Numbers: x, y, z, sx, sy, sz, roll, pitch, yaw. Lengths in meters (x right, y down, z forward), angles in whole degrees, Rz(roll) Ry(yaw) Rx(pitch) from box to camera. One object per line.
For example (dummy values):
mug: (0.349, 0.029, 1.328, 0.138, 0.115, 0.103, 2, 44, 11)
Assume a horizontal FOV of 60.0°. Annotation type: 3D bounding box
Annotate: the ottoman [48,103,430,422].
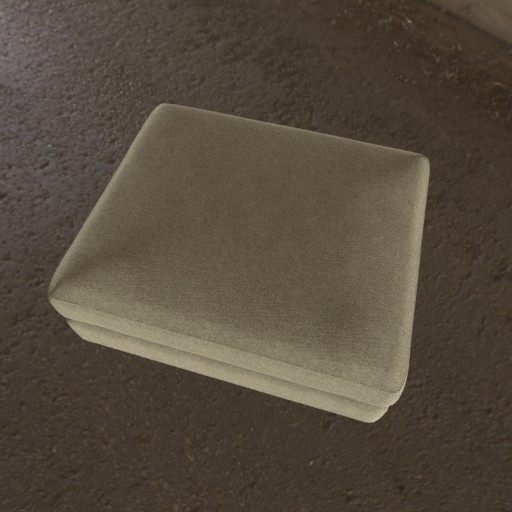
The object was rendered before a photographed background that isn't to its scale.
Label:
ottoman: (0.000, 0.000, 1.257, 0.821, 0.474, 0.693, 14, 59, 8)
